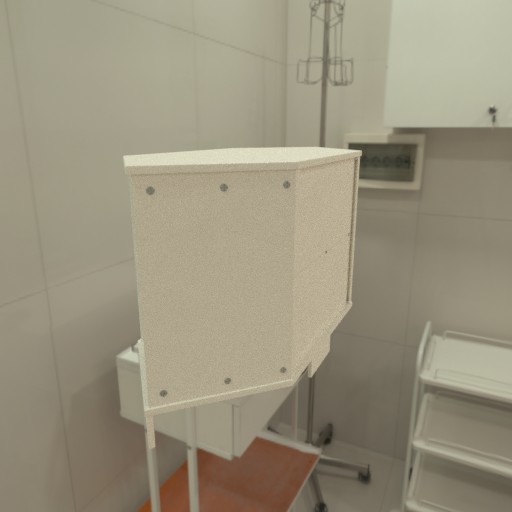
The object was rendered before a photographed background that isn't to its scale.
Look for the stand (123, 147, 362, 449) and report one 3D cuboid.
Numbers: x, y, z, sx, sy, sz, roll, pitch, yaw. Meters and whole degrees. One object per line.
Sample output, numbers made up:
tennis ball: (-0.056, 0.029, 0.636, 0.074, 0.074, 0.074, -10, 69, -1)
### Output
stand: (0.000, 0.000, 1.352, 0.477, 0.614, 1.072, 8, 18, 25)
